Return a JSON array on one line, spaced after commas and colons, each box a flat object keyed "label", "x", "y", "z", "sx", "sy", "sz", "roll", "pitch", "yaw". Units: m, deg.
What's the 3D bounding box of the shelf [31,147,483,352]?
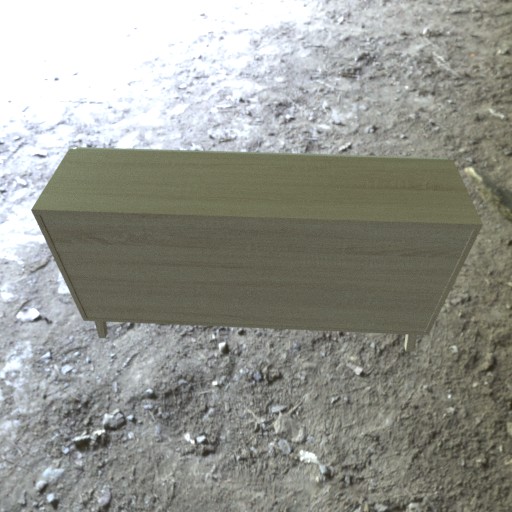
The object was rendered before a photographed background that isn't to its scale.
[{"label": "shelf", "x": 0.000, "y": 0.000, "z": 1.877, "sx": 1.490, "sy": 0.780, "sz": 0.400, "roll": 2, "pitch": 46, "yaw": 2}]
